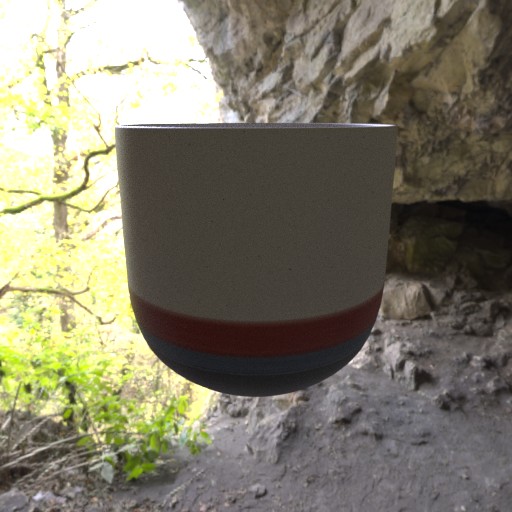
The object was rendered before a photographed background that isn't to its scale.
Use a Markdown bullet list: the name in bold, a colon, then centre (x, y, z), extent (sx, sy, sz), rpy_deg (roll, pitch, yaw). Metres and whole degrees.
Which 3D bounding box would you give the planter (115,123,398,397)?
- **planter**: centre (0.000, 0.000, 0.475), extent (0.268, 0.270, 0.268), rpy_deg (0, 17, 0)
